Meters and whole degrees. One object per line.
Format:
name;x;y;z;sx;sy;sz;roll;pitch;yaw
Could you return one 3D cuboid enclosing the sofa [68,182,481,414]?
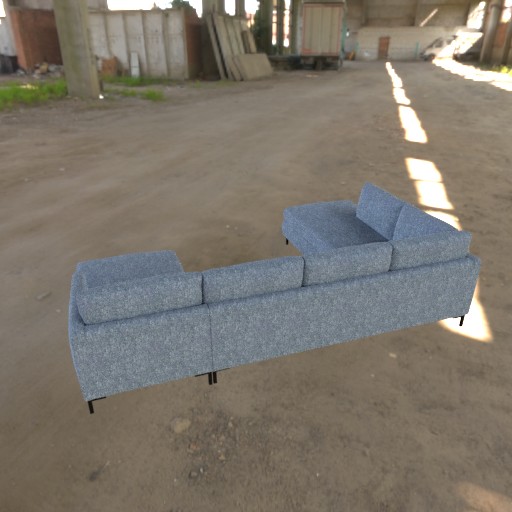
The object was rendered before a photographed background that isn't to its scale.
sofa;0.000;0.000;3.543;2.737;0.756;1.879;-9;27;-17
